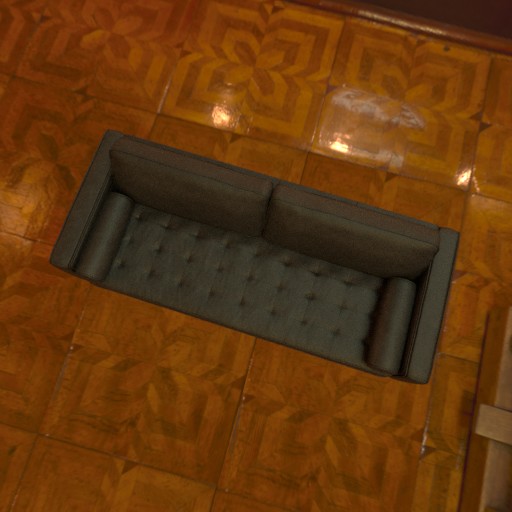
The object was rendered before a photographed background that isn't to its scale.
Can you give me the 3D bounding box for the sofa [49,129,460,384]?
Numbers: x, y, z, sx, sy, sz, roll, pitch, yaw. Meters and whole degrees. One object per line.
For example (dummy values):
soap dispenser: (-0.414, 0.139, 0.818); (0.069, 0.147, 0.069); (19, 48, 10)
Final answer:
sofa: (0.000, 0.000, 2.674); (2.210, 0.762, 0.914); (17, 77, 4)
